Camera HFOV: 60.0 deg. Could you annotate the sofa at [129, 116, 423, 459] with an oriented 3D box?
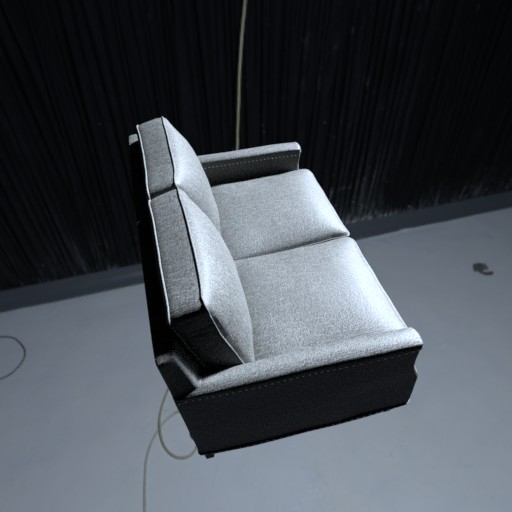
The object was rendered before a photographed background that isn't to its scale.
[{"bbox_3d":[0.000,0.000,2.269,1.084,1.003,1.597,-10,45,-10],"label":"sofa"}]
